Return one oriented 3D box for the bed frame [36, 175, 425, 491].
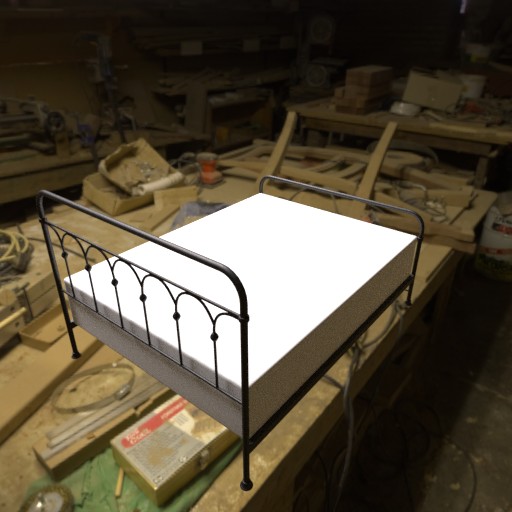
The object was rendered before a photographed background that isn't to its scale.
[{"bbox_3d":[0.000,0.000,3.176,1.664,1.276,2.203,21,35,34],"label":"bed frame"}]
